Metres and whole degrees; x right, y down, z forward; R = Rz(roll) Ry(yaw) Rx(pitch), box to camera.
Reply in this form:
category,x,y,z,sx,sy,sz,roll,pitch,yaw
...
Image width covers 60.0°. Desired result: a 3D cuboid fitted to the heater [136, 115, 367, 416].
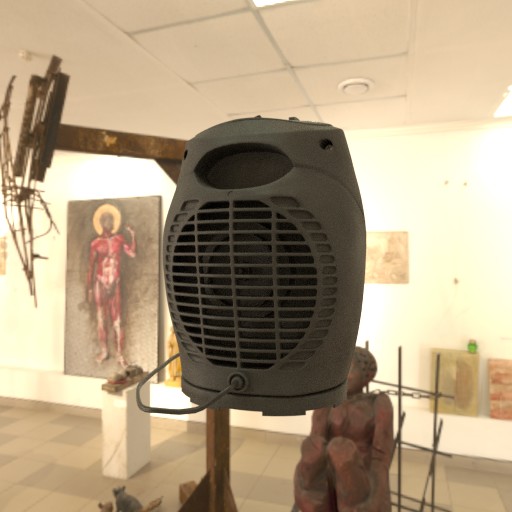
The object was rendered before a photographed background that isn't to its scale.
category,x,y,z,sx,sy,sz,roll,pitch,yaw
heater,0.000,0.000,0.480,0.239,0.255,0.291,0,1,18
